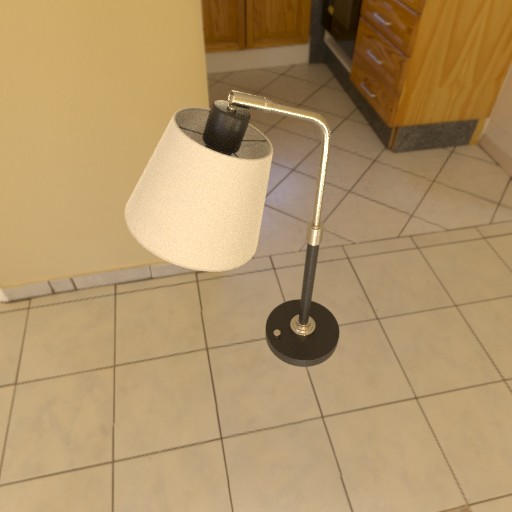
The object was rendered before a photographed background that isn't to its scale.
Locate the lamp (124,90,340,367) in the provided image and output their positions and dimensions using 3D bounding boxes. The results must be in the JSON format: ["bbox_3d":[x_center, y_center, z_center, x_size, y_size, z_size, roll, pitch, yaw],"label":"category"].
[{"bbox_3d":[0.000,0.000,0.685,0.348,0.539,0.181,-16,48,-15],"label":"lamp"}]
